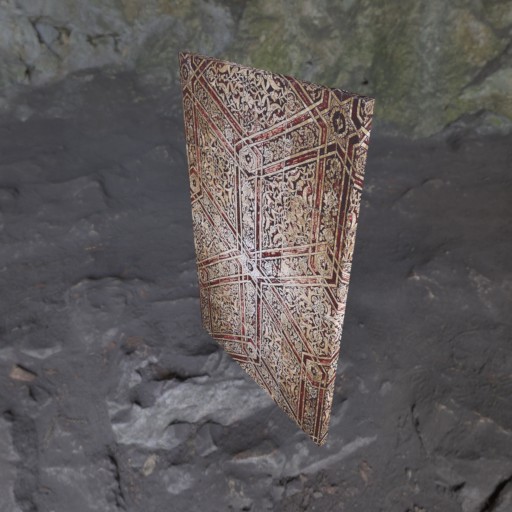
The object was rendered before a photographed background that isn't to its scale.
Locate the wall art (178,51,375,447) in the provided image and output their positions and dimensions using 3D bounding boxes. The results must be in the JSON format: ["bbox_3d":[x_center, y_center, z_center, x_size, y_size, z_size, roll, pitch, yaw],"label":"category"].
[{"bbox_3d":[0.000,0.000,0.762,0.020,0.599,0.397,-23,39,-31],"label":"wall art"}]
